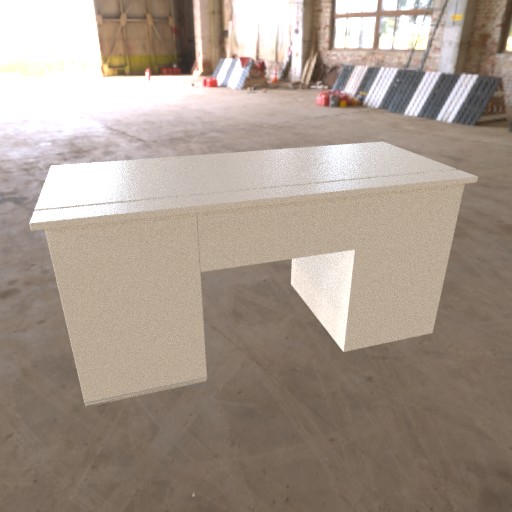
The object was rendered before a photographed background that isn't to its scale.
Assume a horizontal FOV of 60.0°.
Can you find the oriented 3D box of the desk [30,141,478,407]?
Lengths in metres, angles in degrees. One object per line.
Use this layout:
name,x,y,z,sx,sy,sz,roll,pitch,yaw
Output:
desk,0.000,0.000,1.944,1.580,0.760,0.670,-8,27,-16
